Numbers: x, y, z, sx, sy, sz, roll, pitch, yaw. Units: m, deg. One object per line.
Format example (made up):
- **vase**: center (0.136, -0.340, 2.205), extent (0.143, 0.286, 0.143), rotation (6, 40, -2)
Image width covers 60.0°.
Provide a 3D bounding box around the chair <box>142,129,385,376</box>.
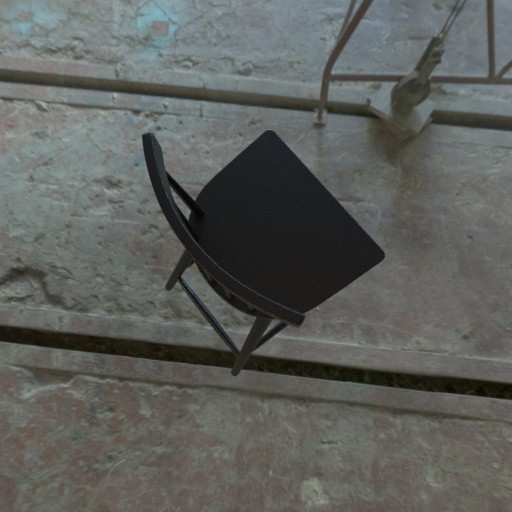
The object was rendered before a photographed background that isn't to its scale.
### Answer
- **chair**: center (0.000, 0.000, 1.286), extent (0.572, 0.952, 0.483), rotation (-38, 79, -9)
